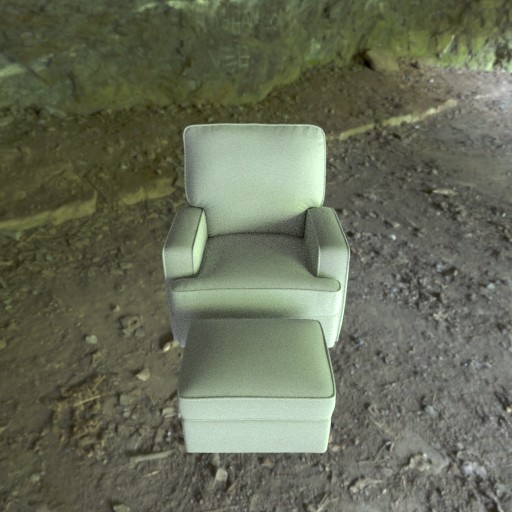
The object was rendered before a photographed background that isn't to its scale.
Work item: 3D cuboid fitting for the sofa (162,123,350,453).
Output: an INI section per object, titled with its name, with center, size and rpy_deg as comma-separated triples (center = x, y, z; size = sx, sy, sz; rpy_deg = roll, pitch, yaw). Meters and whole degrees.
[sofa]
center = 0.000, 0.000, 2.067
size = 0.861, 0.959, 1.472
rpy_deg = 0, 30, 0
